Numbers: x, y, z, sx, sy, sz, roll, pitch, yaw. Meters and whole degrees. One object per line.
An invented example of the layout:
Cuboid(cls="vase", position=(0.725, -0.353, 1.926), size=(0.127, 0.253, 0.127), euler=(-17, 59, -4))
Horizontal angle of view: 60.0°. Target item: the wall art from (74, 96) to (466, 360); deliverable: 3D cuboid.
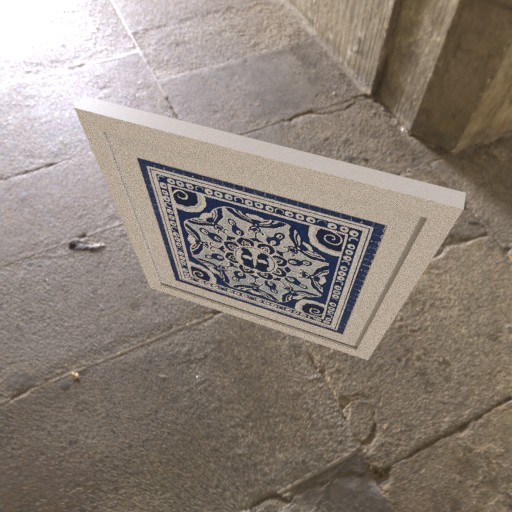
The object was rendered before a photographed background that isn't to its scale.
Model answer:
Cuboid(cls="wall art", position=(0.000, 0.000, 0.845), size=(0.559, 0.559, 0.028), euler=(17, 59, 10))
